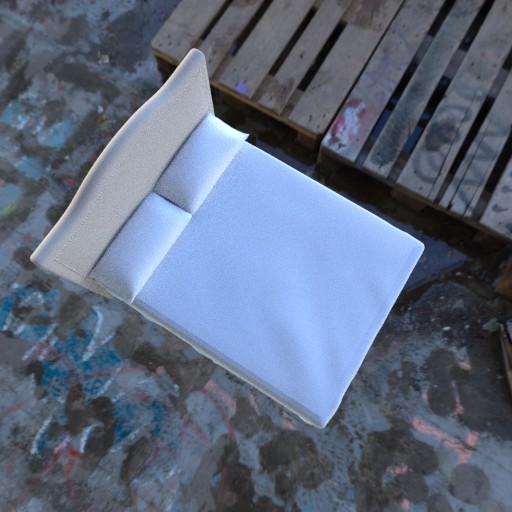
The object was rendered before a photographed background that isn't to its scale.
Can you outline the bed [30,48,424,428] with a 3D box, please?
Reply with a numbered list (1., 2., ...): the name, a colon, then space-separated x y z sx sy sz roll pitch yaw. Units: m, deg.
1. bed: 0.000 0.000 3.152 2.052 1.398 1.678 31 78 7
